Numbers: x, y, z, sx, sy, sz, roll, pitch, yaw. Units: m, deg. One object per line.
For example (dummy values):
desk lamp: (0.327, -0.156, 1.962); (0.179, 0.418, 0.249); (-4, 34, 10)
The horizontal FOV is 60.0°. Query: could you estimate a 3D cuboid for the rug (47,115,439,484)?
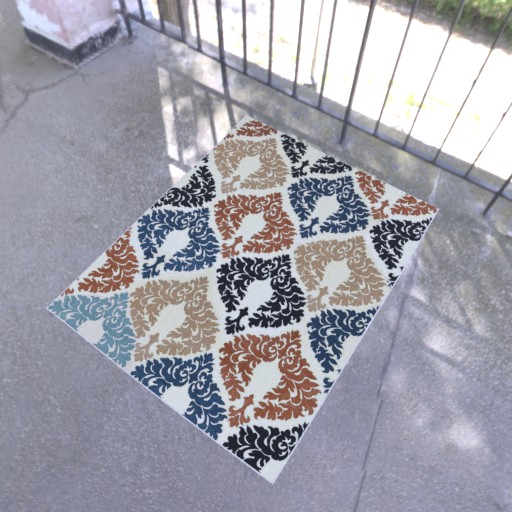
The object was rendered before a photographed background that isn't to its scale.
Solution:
rug: (0.000, 0.000, 4.197); (2.423, 0.014, 3.040); (31, 64, 17)
